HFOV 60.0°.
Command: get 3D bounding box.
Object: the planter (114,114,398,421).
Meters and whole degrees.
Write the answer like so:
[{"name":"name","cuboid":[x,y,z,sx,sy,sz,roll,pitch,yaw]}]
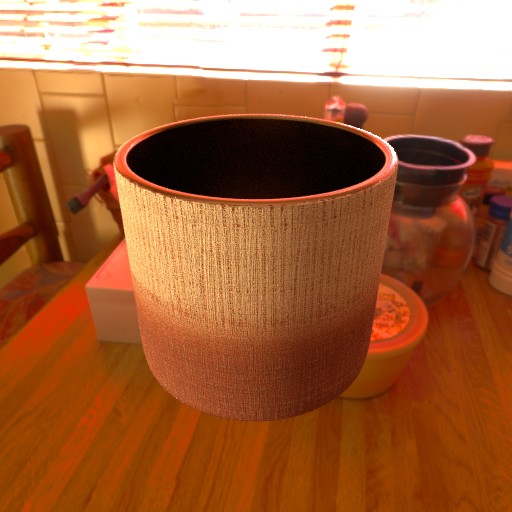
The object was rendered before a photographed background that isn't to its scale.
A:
[{"name":"planter","cuboid":[0.000,0.000,0.400,0.221,0.201,0.221,0,31,0]}]
